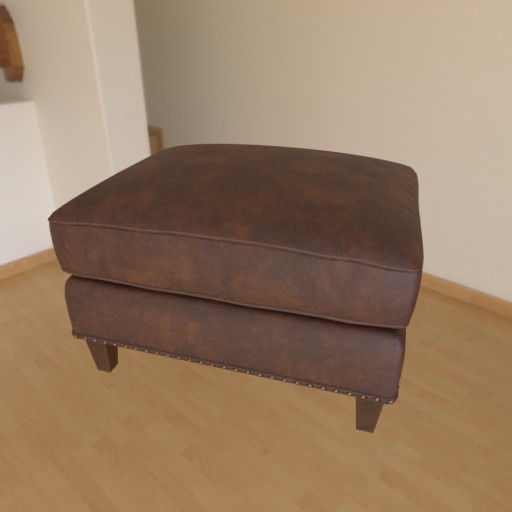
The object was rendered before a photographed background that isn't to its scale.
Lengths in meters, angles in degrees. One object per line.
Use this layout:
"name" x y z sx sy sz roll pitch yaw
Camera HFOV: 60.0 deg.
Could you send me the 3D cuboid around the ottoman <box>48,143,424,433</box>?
"ottoman" 0.000 0.000 1.124 0.742 0.486 0.586 8 29 15
